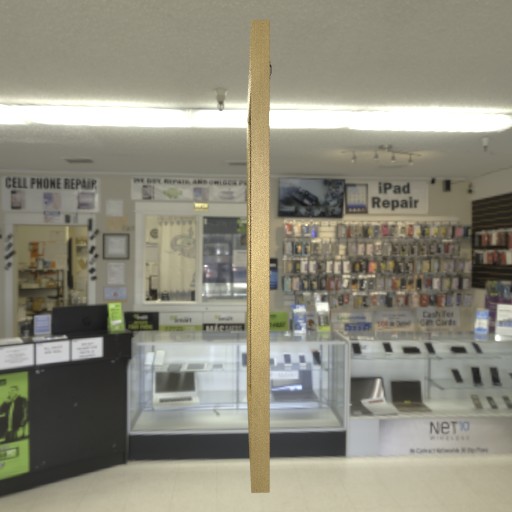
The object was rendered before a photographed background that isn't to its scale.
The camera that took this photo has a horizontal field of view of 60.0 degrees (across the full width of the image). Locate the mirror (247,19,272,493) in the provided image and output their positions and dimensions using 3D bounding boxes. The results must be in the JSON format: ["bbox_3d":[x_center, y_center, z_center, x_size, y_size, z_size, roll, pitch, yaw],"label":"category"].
[{"bbox_3d":[0.000,0.000,1.161,0.040,0.915,0.609,0,1,-2],"label":"mirror"}]
